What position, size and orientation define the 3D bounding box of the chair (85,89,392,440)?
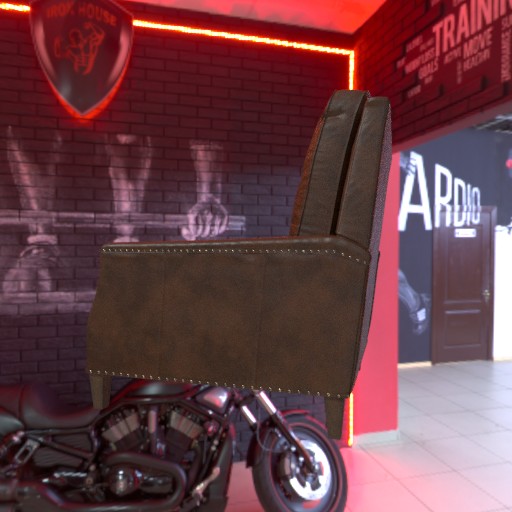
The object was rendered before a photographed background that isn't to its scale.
[{"bbox_3d":[0.000,0.000,1.775,1.035,1.054,0.854,0,1,17],"label":"chair"}]
